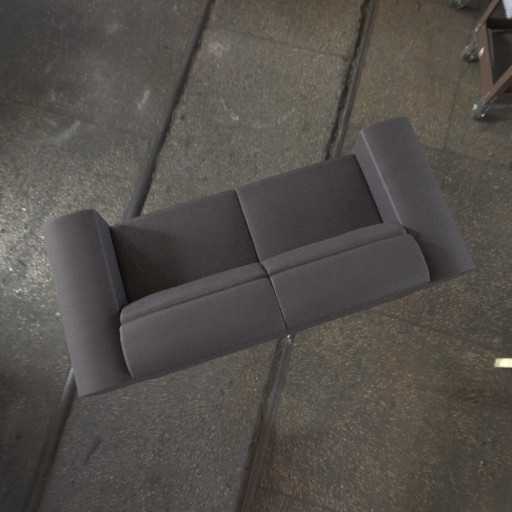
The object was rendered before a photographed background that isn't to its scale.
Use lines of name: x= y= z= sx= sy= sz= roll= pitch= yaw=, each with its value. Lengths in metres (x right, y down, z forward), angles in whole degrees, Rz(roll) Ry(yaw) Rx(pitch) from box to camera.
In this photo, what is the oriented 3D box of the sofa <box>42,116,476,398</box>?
sofa: x=0.000 y=0.000 z=2.784 sx=2.330 sy=0.814 sz=1.048 roll=-17 pitch=77 yaw=-4
